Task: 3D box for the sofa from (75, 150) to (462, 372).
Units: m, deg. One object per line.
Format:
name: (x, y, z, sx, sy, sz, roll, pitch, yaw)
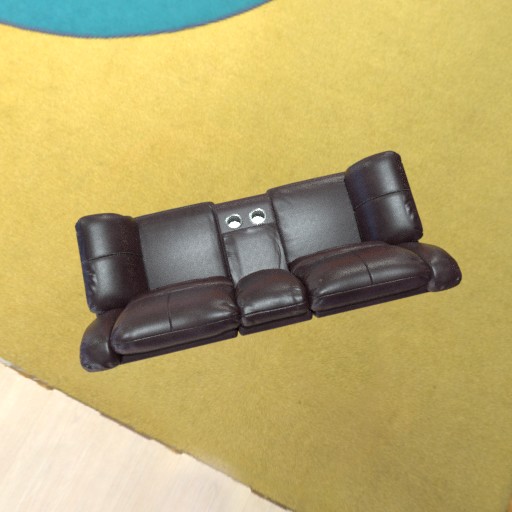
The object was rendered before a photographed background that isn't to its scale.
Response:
sofa: (0.000, 0.000, 2.710, 2.058, 1.043, 0.991, -13, 76, -3)
